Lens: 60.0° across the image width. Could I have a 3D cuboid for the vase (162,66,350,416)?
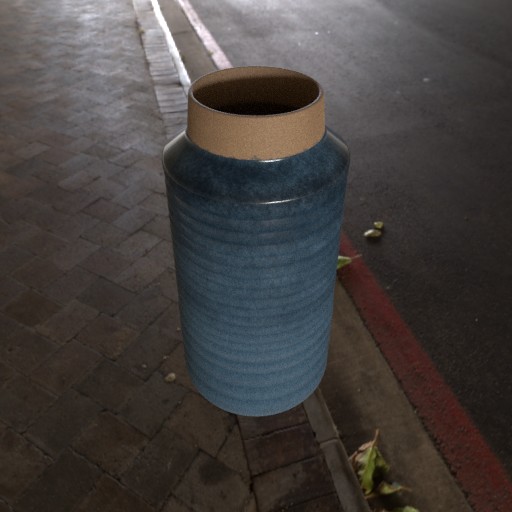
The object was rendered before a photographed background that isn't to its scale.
[{"bbox_3d":[0.000,0.000,0.418,0.163,0.316,0.163,0,41,0],"label":"vase"}]
